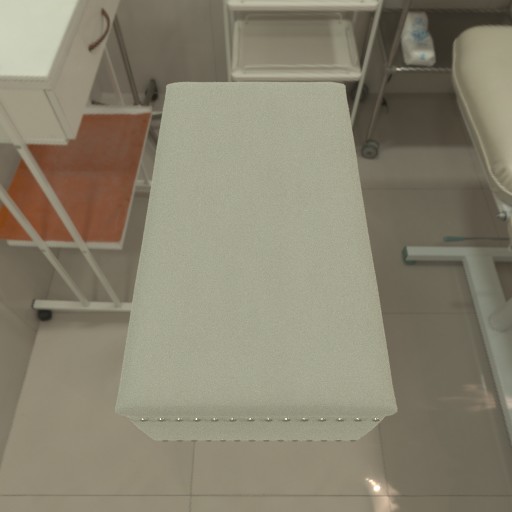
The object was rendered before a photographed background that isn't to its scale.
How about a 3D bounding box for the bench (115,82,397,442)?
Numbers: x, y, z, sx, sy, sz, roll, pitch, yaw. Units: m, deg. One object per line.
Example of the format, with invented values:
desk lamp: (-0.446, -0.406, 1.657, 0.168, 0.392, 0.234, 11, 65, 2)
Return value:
bench: (0.000, 0.000, 1.171, 0.500, 0.449, 0.887, 0, 59, 0)
